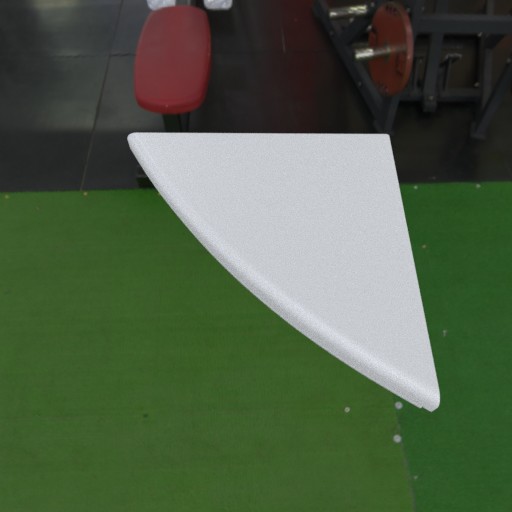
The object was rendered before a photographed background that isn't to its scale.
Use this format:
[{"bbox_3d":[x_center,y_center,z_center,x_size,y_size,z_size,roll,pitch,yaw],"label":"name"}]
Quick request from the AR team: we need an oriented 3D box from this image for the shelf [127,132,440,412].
[{"bbox_3d":[0.000,0.000,0.460,0.310,0.050,0.310,0,58,0],"label":"shelf"}]
